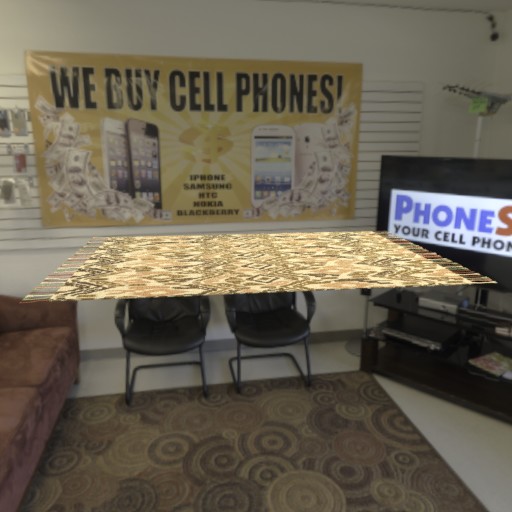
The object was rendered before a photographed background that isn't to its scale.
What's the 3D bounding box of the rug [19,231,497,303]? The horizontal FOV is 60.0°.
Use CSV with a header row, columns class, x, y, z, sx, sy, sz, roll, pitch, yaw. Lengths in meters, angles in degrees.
class,x,y,z,sx,sy,sz,roll,pitch,yaw
rug,0.000,0.000,2.937,2.438,0.008,1.524,-2,14,-7
